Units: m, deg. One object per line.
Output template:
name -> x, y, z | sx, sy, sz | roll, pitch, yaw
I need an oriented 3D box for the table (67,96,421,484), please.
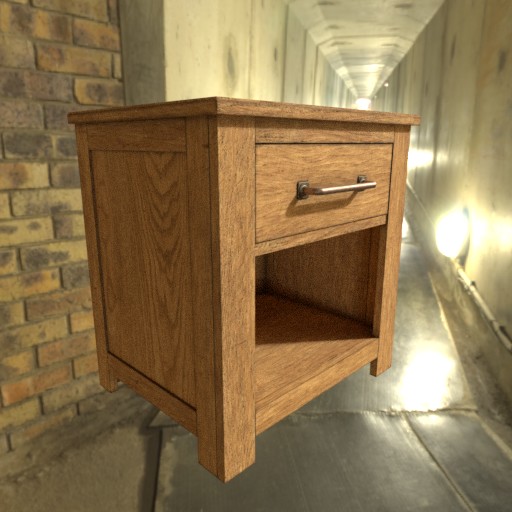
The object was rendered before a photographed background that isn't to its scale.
table -> 0.000, 0.000, 1.020 | 0.494, 0.625, 0.601 | 14, 20, 43
